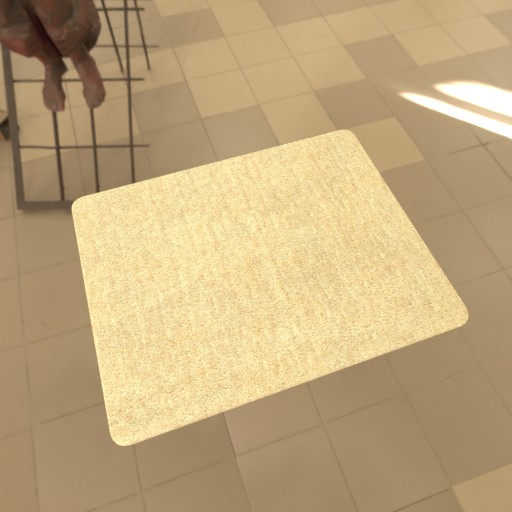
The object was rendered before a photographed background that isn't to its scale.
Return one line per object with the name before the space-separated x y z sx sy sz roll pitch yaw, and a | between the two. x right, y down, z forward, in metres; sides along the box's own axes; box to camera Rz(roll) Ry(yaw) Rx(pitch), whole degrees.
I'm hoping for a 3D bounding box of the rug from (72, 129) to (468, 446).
rug | 0.000 0.000 3.370 2.528 0.048 2.009 -17 61 -10
